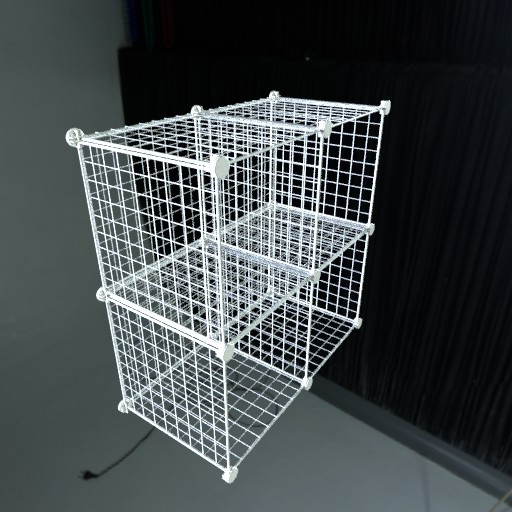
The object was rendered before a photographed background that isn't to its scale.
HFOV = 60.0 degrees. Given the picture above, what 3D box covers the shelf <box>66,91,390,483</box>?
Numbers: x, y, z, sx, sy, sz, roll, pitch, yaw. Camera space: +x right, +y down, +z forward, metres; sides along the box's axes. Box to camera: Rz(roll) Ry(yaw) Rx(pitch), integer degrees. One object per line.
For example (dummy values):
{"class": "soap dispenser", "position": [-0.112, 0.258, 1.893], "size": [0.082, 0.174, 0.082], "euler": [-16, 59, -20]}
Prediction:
{"class": "shelf", "position": [0.000, 0.000, 1.140], "size": [0.356, 0.711, 0.711], "euler": [18, 32, 31]}
